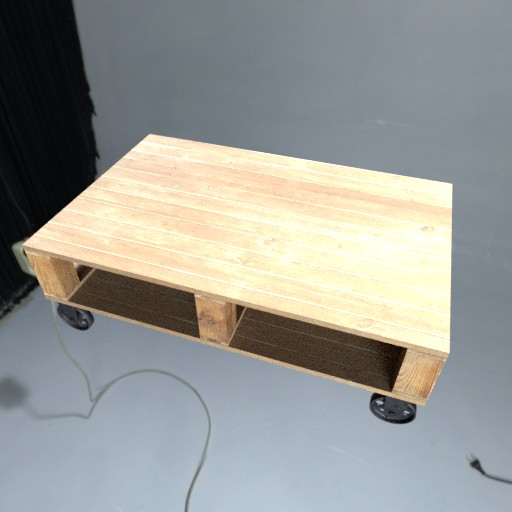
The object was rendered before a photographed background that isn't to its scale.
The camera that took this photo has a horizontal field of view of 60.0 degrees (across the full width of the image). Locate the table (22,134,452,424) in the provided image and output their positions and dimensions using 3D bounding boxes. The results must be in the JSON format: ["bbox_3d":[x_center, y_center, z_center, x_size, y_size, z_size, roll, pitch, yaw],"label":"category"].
[{"bbox_3d":[0.000,0.000,1.689,1.299,0.413,0.827,13,43,14],"label":"table"}]
